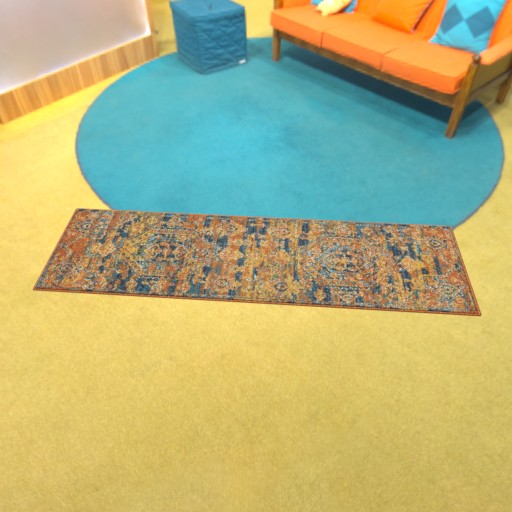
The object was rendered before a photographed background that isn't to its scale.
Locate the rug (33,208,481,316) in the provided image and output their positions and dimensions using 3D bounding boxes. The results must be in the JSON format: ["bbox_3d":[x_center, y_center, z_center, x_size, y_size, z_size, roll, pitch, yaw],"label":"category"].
[{"bbox_3d":[0.000,0.000,2.458,2.274,0.016,0.651,3,47,3],"label":"rug"}]
